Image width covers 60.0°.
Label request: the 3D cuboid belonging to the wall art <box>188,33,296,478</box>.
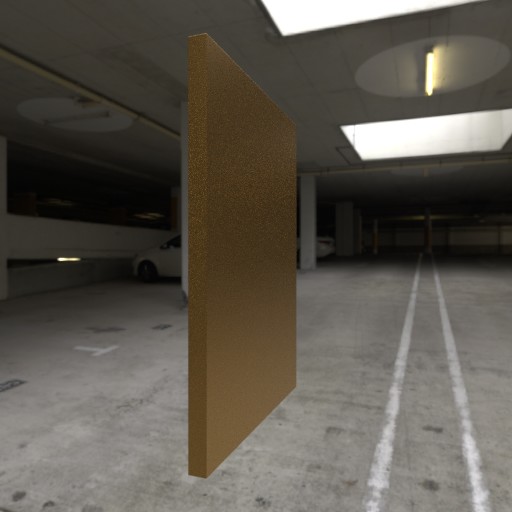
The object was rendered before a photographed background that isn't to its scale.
[{"bbox_3d":[0.000,0.000,1.099,0.038,0.812,0.610,0,0,21],"label":"wall art"}]
